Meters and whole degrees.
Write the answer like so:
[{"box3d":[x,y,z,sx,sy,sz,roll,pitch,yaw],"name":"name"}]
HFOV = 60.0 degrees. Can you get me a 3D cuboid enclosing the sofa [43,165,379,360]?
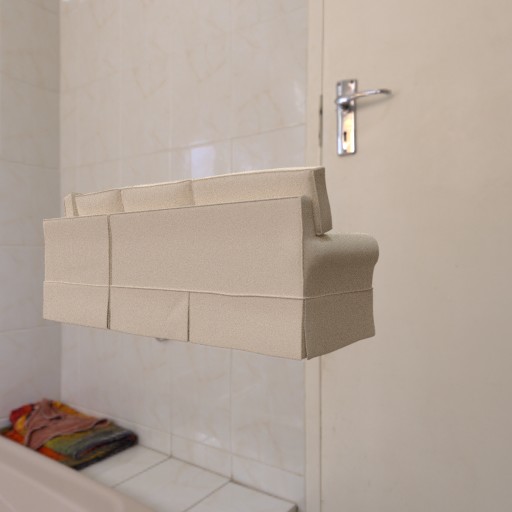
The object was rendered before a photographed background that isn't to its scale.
[{"box3d":[0.000,0.000,3.999,2.591,1.070,2.597,0,0,37],"name":"sofa"}]
